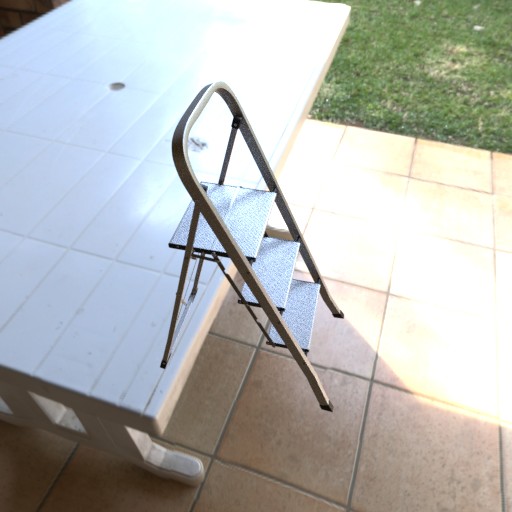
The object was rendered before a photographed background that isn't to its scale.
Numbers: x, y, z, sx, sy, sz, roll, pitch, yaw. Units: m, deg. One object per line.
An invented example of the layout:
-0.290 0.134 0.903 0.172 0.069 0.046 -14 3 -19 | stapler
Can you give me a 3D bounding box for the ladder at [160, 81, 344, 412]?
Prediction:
0.000 0.000 1.494 0.704 1.070 0.465 10 47 9 | ladder
